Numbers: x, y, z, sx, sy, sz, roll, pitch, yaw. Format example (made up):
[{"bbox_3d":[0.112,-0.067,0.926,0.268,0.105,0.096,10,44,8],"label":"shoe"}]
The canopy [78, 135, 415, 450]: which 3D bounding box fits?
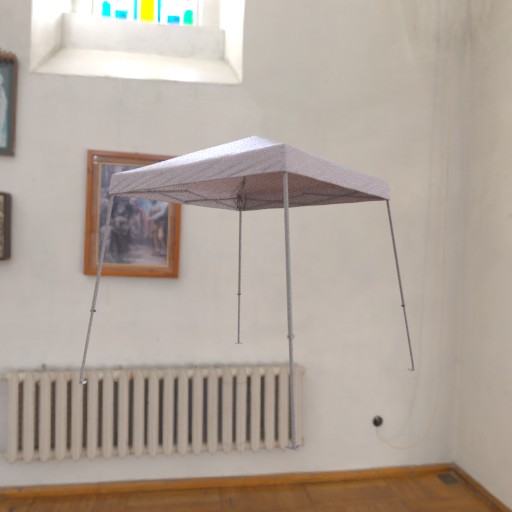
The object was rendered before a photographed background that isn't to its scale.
[{"bbox_3d":[0.000,0.000,5.255,2.850,2.850,2.849,0,0,37],"label":"canopy"}]
